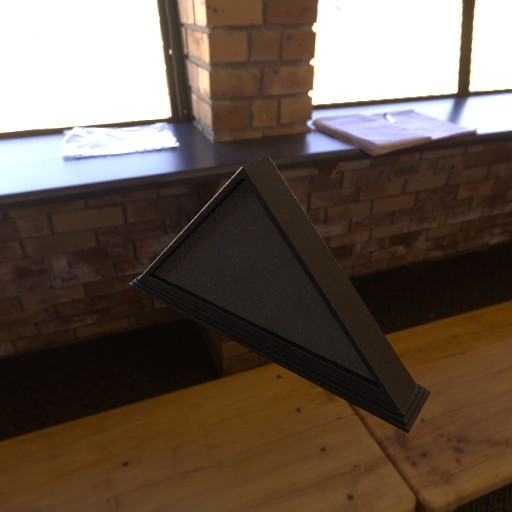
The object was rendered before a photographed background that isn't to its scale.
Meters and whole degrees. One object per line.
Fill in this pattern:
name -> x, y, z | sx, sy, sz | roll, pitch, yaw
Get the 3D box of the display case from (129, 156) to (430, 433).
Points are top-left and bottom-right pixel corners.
display case -> 0.000, 0.000, 0.771 | 0.640, 0.340, 0.095 | 21, 37, 31
